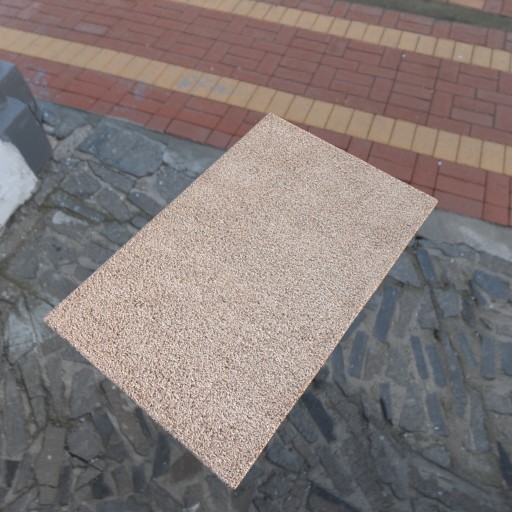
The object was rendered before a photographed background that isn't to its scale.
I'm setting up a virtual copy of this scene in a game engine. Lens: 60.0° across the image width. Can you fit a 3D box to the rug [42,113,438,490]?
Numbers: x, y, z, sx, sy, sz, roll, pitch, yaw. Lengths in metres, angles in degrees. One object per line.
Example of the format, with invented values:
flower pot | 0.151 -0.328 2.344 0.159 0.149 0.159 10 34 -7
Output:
rug | 0.000 0.000 3.461 1.778 0.030 2.743 33 64 18
